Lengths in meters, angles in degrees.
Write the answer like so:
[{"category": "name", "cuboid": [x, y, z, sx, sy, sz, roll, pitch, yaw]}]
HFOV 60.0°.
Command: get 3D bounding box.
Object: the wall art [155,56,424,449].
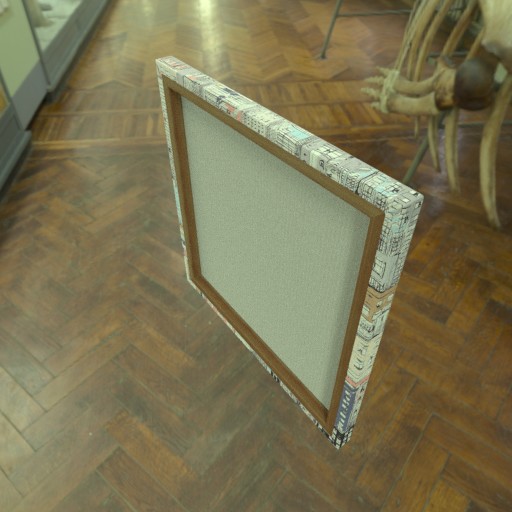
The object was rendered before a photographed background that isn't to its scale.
[{"category": "wall art", "cuboid": [0.000, 0.000, 1.113, 0.048, 0.762, 0.761, -27, 48, -26]}]
